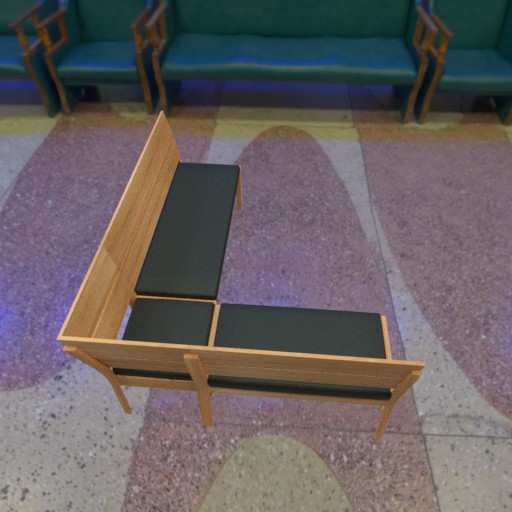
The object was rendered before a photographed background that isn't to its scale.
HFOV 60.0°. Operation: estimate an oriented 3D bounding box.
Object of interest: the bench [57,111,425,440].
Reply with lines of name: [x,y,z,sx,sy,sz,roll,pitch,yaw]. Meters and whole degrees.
bench: [0.000,0.000,2.834,1.548,0.890,1.948,3,47,3]
